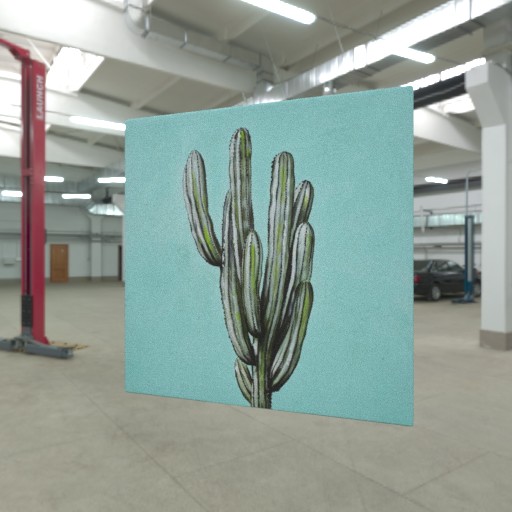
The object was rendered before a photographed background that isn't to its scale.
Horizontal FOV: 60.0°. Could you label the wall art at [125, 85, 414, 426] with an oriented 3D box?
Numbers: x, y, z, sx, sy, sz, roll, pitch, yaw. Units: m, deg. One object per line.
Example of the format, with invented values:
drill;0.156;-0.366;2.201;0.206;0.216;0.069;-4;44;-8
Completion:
wall art;0.000;0.000;1.143;0.765;0.766;0.054;0;0;19
